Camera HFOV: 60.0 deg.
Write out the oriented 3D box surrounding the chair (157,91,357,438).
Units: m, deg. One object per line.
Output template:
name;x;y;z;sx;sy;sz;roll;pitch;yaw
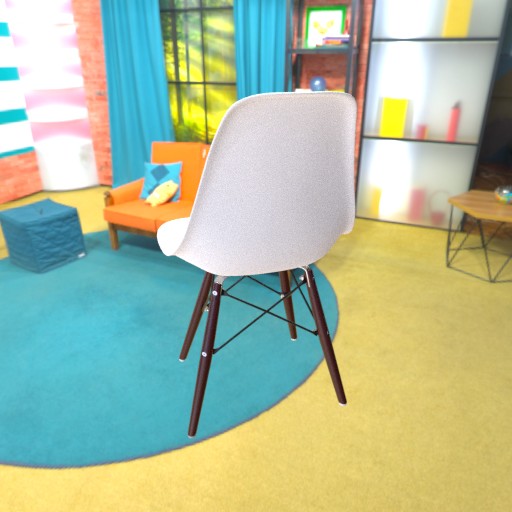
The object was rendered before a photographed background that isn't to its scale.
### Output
chair;0.000;0.000;1.132;0.470;0.826;0.533;-8;26;-16
